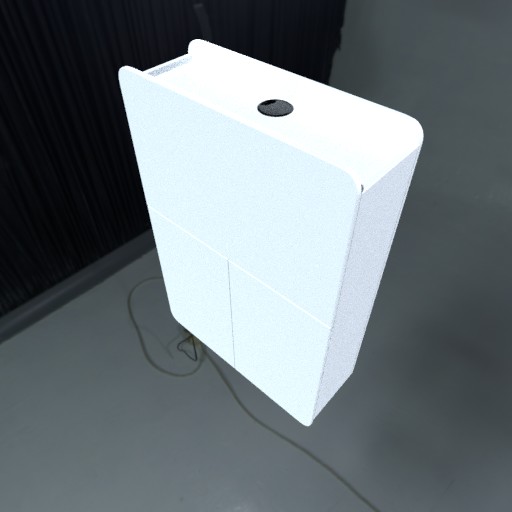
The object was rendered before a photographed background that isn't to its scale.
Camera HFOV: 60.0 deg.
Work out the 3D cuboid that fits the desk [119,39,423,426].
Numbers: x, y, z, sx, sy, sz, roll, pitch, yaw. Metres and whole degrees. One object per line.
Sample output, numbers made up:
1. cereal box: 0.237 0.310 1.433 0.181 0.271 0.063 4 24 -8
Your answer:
1. desk: 0.000 0.000 1.533 0.795 1.190 0.278 33 54 28
